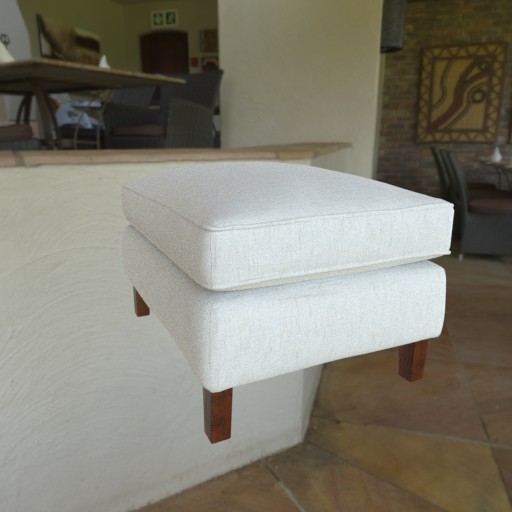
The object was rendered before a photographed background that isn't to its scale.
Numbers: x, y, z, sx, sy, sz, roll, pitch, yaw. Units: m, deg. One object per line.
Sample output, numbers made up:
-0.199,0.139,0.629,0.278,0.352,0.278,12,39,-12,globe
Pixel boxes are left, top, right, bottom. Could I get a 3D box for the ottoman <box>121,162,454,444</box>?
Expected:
0.000,0.000,0.981,0.501,0.406,0.665,-7,17,-25,ottoman
